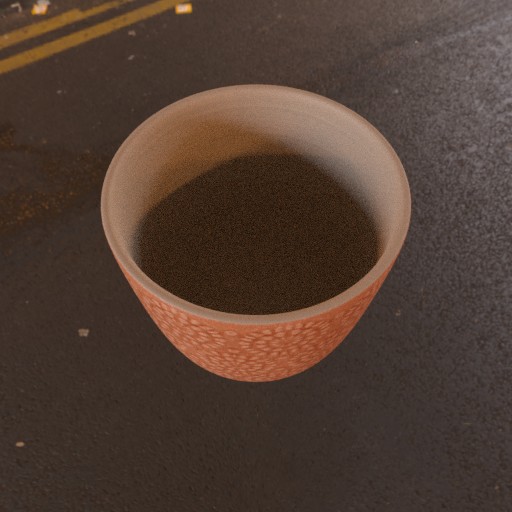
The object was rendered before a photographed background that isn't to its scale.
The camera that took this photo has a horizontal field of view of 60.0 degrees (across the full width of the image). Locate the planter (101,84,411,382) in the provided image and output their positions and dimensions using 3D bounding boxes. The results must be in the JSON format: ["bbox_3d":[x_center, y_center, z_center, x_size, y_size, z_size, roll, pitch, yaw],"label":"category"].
[{"bbox_3d":[0.000,0.000,0.380,0.208,0.190,0.208,0,58,0],"label":"planter"}]
